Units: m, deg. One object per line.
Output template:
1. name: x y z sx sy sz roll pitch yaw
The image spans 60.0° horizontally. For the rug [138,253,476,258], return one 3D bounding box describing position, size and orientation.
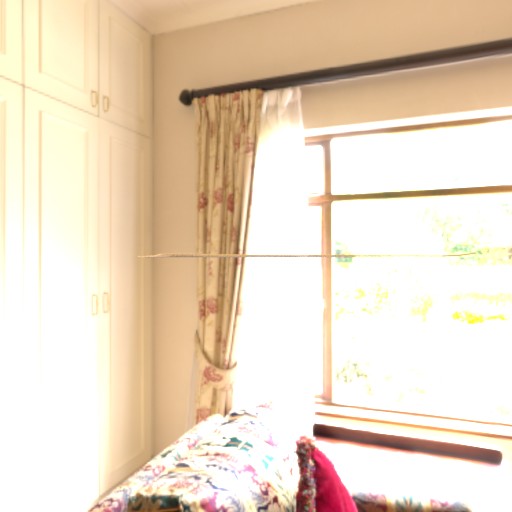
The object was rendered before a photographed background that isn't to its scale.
1. rug: 0.000 0.000 3.101 1.518 0.023 2.434 0 0 -17
